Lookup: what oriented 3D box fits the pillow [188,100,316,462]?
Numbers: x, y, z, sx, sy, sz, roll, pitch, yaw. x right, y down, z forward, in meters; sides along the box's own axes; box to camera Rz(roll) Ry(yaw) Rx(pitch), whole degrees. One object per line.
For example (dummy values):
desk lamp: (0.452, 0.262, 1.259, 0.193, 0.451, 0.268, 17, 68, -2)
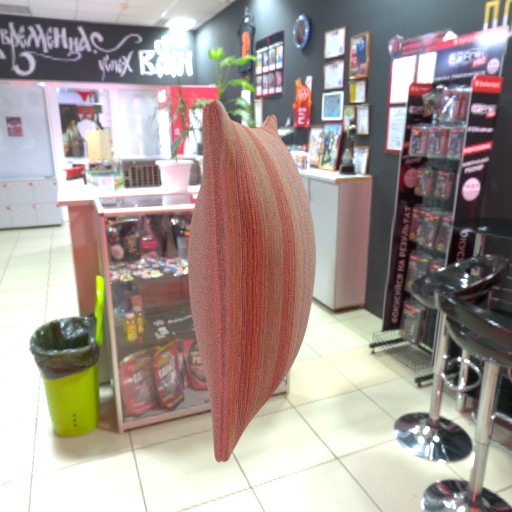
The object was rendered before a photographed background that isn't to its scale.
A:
pillow: (0.000, 0.000, 0.710, 0.191, 0.449, 0.451, 3, 16, 9)
